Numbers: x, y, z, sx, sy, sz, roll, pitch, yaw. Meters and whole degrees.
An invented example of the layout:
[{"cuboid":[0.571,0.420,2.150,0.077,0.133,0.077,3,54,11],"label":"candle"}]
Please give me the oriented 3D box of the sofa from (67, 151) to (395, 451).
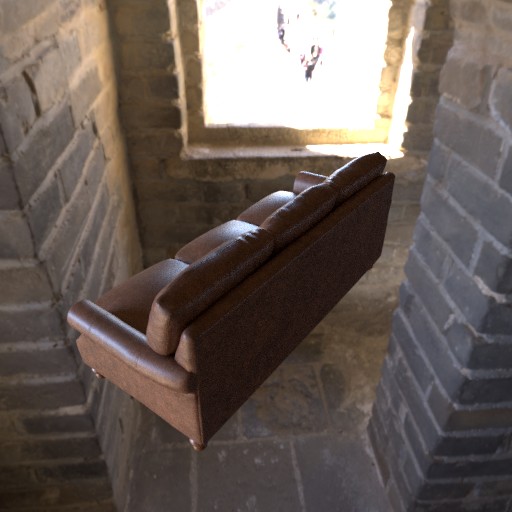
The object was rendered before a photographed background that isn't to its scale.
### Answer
[{"cuboid":[0.000,0.000,2.928,0.973,0.977,2.351,22,39,30],"label":"sofa"}]
